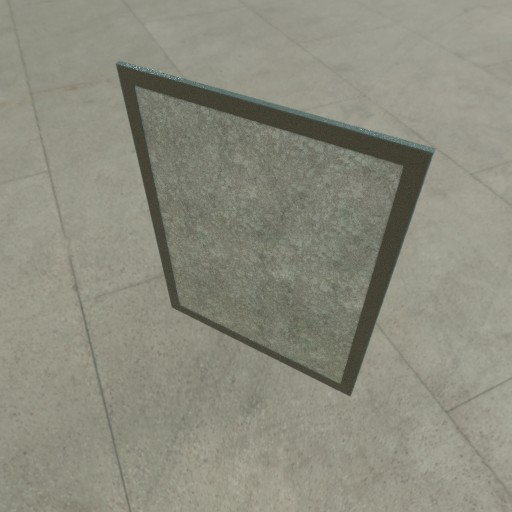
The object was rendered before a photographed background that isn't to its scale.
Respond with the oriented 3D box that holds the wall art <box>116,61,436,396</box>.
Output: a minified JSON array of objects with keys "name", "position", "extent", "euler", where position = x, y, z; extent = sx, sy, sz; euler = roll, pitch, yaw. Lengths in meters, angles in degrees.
[{"name":"wall art","position":[0.000,0.000,1.310],"extent":[0.767,0.983,0.030],"euler":[23,51,20]}]
